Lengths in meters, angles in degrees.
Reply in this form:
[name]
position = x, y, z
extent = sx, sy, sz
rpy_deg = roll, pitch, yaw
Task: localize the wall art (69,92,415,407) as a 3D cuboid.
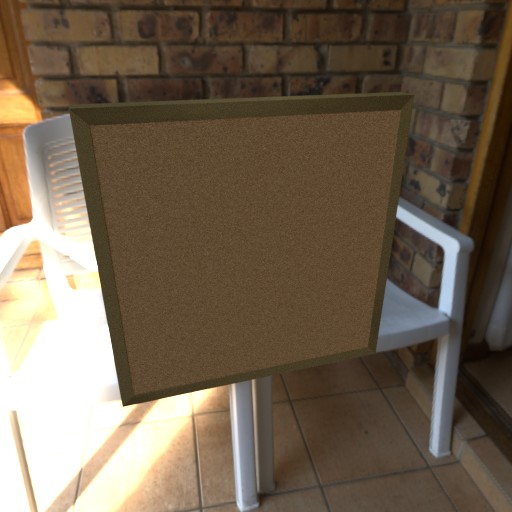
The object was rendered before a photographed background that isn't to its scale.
[wall art]
position = 0.000, 0.000, 0.757
extent = 0.507, 0.508, 0.038
rpy_deg = -8, 27, -15
